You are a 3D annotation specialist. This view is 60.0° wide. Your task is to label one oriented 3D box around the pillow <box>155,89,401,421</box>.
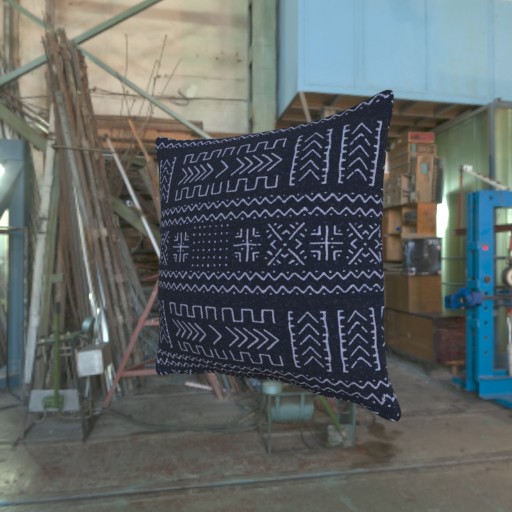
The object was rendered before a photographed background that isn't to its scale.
[{"bbox_3d":[0.000,0.000,0.680,0.438,0.430,0.164,0,0,34],"label":"pillow"}]
